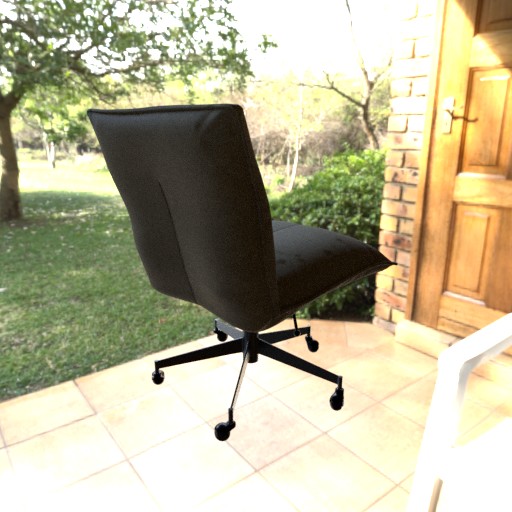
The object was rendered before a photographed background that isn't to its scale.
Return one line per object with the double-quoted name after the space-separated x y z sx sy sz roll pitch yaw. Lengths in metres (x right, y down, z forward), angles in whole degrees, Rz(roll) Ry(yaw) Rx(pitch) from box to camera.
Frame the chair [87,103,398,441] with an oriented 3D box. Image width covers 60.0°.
0.000 0.000 1.287 0.696 0.811 0.597 -15 22 -42 "chair"
